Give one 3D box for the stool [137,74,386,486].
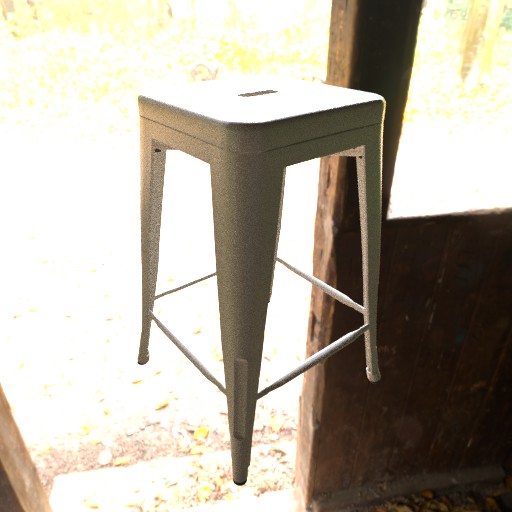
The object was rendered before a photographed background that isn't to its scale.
[{"bbox_3d":[0.000,0.000,0.867,0.406,0.610,0.406,-22,37,-33],"label":"stool"}]
